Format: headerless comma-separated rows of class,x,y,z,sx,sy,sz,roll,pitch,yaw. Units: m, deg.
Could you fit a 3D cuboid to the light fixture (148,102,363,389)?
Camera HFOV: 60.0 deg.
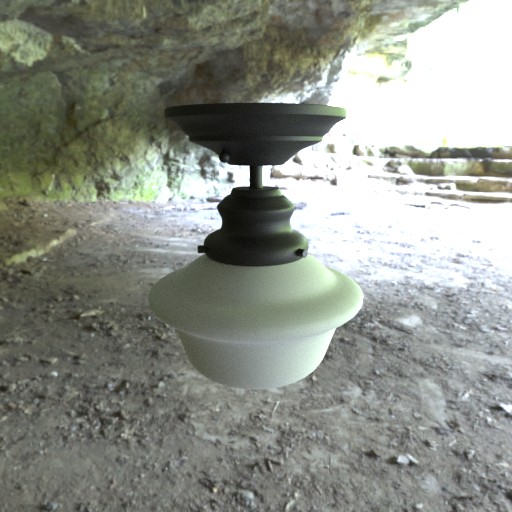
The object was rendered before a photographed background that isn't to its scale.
light fixture,0.000,0.000,0.406,0.197,0.254,0.197,0,14,0
